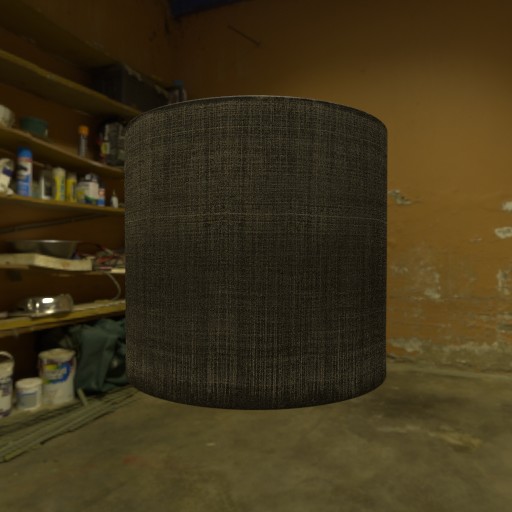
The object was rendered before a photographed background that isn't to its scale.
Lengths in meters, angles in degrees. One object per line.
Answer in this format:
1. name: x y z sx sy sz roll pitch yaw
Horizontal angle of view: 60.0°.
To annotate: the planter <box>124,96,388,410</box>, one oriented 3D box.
1. planter: 0.000 0.000 0.388 0.221 0.201 0.221 0 0 0
